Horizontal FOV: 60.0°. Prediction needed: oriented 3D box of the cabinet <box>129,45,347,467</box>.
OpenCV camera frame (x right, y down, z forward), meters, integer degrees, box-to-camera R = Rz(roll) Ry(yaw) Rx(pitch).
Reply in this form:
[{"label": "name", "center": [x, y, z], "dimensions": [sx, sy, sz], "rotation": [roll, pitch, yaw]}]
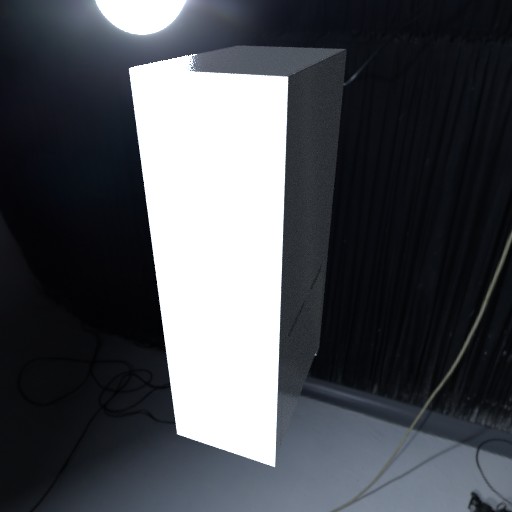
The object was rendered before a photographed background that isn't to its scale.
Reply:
[{"label": "cabinet", "center": [0.000, 0.000, 2.335], "dimensions": [0.580, 1.920, 0.980], "rotation": [11, 32, 18]}]
